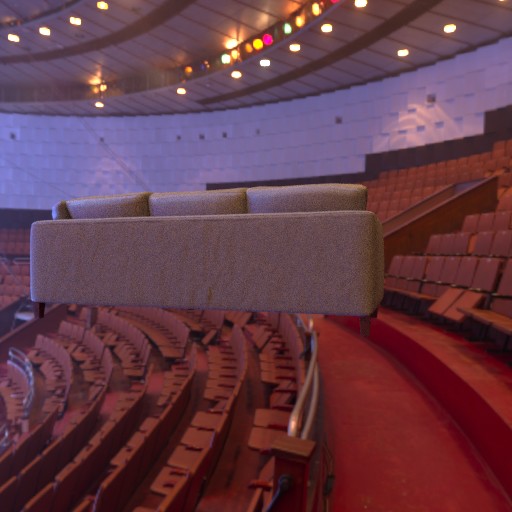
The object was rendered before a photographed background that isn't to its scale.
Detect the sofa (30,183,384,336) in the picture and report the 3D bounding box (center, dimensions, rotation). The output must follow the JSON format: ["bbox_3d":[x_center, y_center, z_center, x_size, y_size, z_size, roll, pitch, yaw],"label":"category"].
[{"bbox_3d":[0.000,0.000,4.514,2.592,0.947,3.301,0,0,18],"label":"sofa"}]
